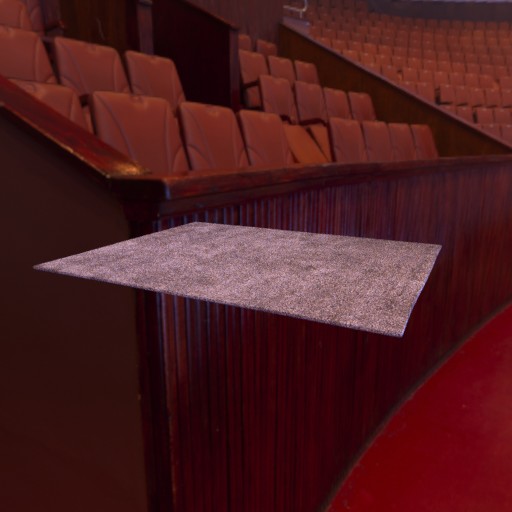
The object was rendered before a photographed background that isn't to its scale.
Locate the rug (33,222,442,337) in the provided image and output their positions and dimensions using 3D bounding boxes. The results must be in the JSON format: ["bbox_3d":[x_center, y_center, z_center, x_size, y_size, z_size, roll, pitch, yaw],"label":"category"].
[{"bbox_3d":[0.000,0.000,4.107,3.000,0.025,2.401,7,16,26],"label":"rug"}]
